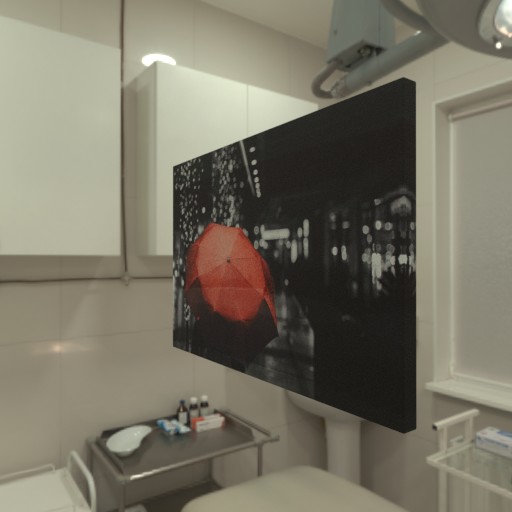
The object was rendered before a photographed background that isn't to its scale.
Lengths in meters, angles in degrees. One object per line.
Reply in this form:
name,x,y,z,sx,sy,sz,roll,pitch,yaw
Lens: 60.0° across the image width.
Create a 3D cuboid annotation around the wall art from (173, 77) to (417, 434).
wall art,0.000,0.000,1.136,0.038,0.609,0.914,0,0,-36
